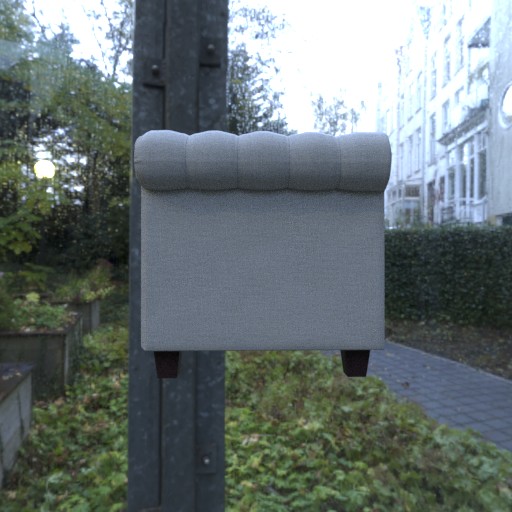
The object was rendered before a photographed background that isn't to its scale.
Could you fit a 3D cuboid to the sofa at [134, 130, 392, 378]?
[{"bbox_3d":[0.000,0.000,2.200,0.783,0.797,1.798,0,0,-2],"label":"sofa"}]
